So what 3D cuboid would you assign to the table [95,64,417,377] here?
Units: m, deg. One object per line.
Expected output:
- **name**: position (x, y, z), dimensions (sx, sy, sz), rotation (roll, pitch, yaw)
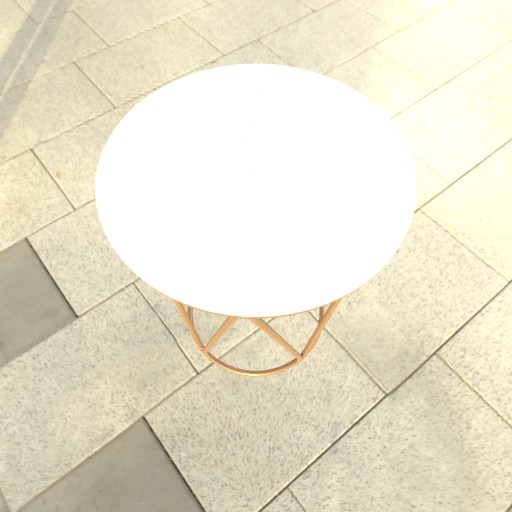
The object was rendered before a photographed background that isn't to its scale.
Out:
- **table**: position (0.000, 0.000, 0.942), dimensions (0.500, 0.564, 0.500), rotation (0, 60, 0)
